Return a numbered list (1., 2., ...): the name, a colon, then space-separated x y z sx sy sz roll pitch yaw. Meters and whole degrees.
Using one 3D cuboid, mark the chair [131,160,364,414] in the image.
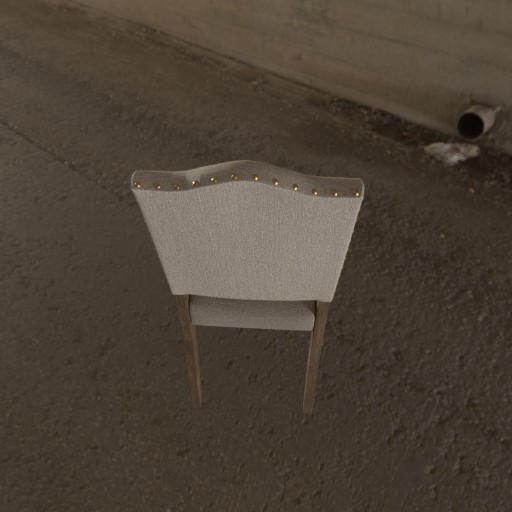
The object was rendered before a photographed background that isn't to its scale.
1. chair: 0.000 0.000 1.354 0.508 1.020 0.620 3 45 3
